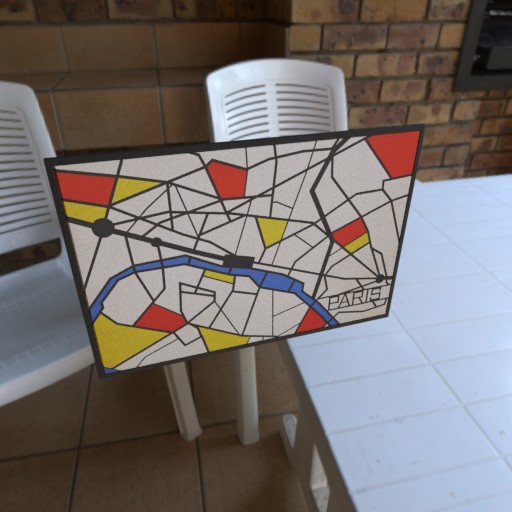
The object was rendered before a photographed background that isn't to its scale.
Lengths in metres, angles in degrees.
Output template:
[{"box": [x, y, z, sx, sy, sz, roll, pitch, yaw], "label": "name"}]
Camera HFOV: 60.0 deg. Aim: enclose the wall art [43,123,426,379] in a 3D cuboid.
[{"box": [0.000, 0.000, 1.254, 0.963, 0.665, 0.013, -9, 32, -15], "label": "wall art"}]
